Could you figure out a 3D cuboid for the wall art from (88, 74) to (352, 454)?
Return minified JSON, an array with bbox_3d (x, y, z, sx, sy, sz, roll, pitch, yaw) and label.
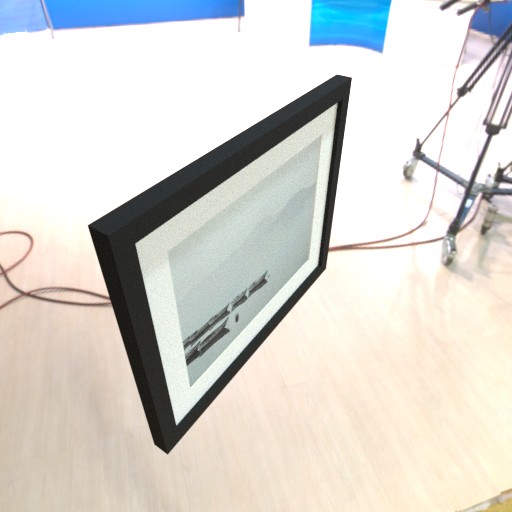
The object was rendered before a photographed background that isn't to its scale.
[{"bbox_3d":[0.000,0.000,0.761,0.030,0.454,0.554,24,46,26],"label":"wall art"}]
